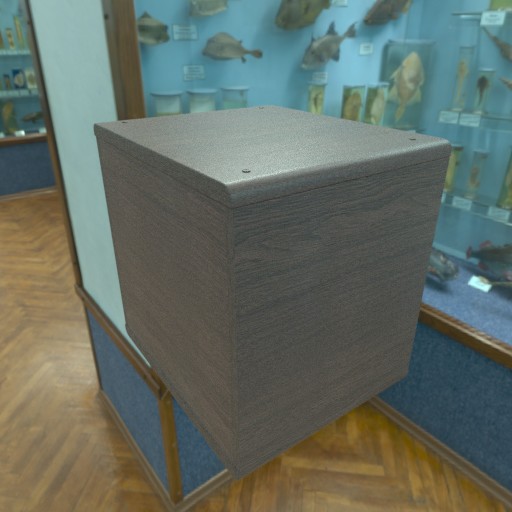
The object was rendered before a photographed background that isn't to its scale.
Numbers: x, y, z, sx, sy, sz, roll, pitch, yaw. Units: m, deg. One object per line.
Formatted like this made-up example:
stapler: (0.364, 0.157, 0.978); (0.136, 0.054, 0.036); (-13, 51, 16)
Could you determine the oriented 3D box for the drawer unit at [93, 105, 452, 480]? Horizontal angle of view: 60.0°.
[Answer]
drawer unit: (0.000, 0.000, 0.614); (0.290, 0.344, 0.344); (-18, 32, -31)
